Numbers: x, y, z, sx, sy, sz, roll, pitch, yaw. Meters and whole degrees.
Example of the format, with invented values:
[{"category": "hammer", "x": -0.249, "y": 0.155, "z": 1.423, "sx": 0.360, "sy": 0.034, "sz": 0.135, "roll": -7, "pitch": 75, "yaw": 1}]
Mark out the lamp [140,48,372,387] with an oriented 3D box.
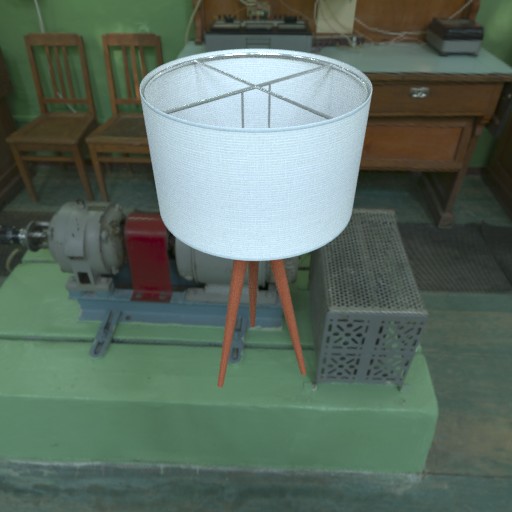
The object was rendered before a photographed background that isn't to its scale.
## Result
[{"category": "lamp", "x": 0.000, "y": 0.000, "z": 0.915, "sx": 0.355, "sy": 0.709, "sz": 0.354, "roll": 1, "pitch": 40, "yaw": 1}]
